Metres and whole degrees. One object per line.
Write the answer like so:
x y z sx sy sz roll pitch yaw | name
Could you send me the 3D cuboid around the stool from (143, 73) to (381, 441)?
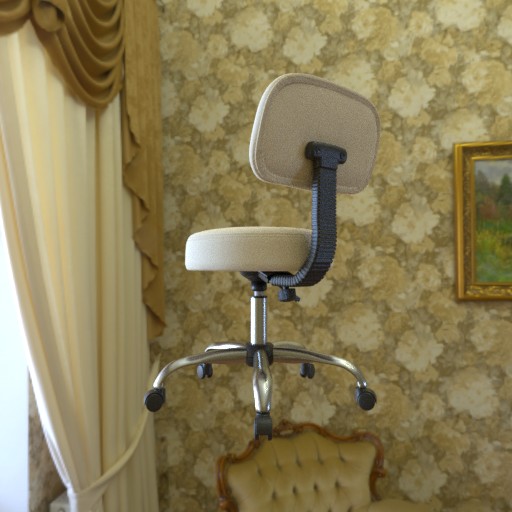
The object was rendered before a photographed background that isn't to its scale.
0.000 0.000 1.271 0.609 0.810 0.616 1 -2 -37 | stool
